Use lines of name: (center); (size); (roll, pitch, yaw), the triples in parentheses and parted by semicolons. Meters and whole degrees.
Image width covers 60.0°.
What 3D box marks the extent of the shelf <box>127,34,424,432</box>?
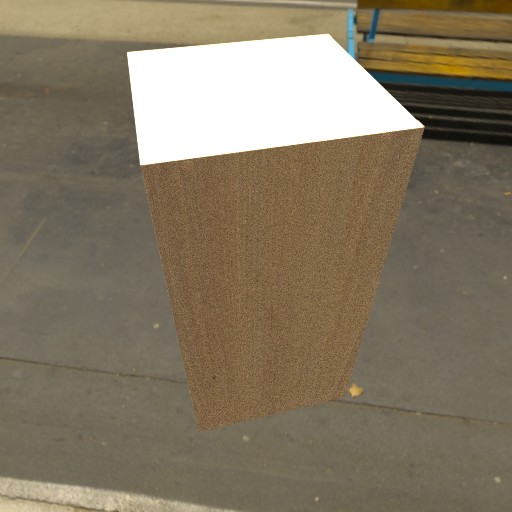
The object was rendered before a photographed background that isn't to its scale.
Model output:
shelf: (0.000, 0.000, 0.753); (0.297, 0.594, 0.290); (-10, 46, -10)
